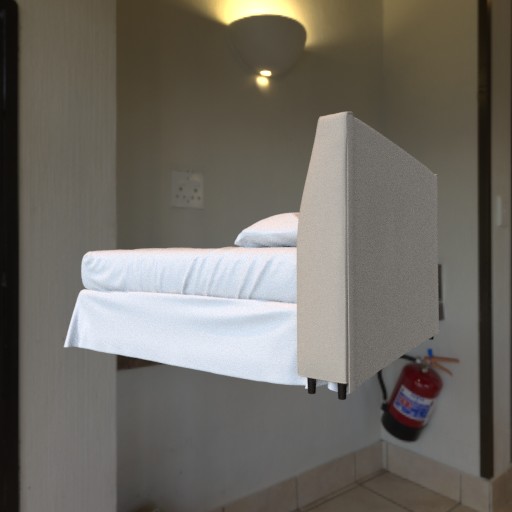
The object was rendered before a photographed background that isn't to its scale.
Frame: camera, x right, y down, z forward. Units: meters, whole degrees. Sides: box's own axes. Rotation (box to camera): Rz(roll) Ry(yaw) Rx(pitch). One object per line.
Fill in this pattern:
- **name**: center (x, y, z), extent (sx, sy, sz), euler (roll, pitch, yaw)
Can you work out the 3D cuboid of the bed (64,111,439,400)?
- **bed**: center (0.000, 0.000, 3.387), extent (2.276, 1.332, 1.925), euler (0, 0, 34)
